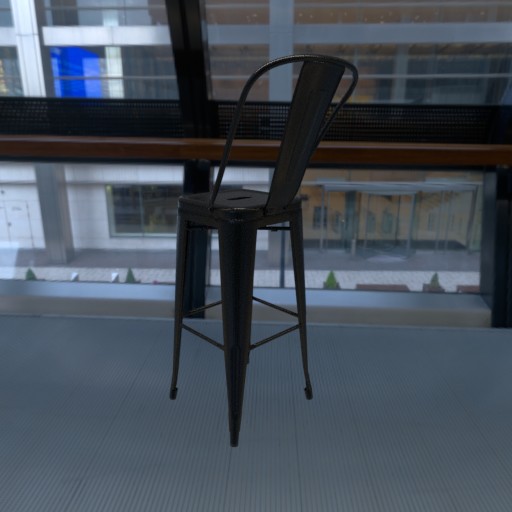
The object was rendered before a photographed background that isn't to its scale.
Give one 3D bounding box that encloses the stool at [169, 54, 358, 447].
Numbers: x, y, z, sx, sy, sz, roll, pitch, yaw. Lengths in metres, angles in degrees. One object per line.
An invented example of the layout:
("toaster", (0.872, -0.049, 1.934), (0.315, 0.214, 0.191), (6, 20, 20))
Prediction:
("stool", (0.000, 0.000, 1.376), (0.399, 1.096, 0.513), (-15, 22, -41))
